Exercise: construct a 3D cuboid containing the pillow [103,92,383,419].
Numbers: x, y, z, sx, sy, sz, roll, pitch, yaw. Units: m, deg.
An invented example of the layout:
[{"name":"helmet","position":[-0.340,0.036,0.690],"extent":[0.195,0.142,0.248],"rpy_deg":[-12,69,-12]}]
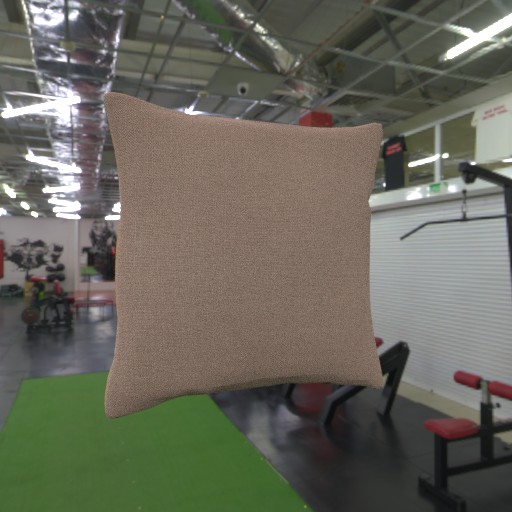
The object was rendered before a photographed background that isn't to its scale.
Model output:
[{"name":"pillow","position":[0.000,0.000,0.732],"extent":[0.478,0.479,0.158],"rpy_deg":[0,0,-19]}]
